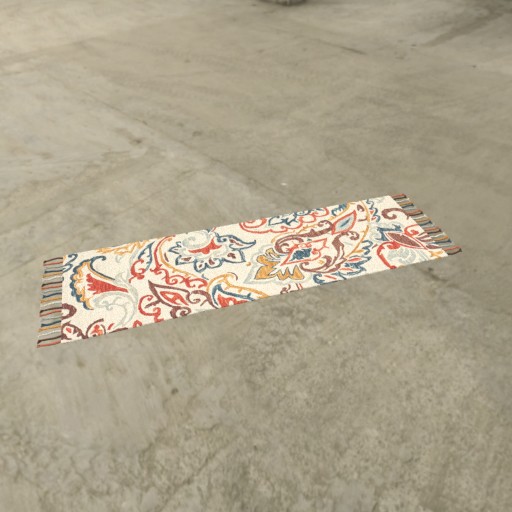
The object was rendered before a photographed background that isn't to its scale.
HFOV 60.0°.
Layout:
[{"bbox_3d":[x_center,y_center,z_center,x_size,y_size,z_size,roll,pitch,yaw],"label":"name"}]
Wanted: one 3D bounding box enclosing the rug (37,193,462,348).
[{"bbox_3d":[0.000,0.000,2.938,2.682,0.015,0.763,-12,42,-13],"label":"rug"}]
